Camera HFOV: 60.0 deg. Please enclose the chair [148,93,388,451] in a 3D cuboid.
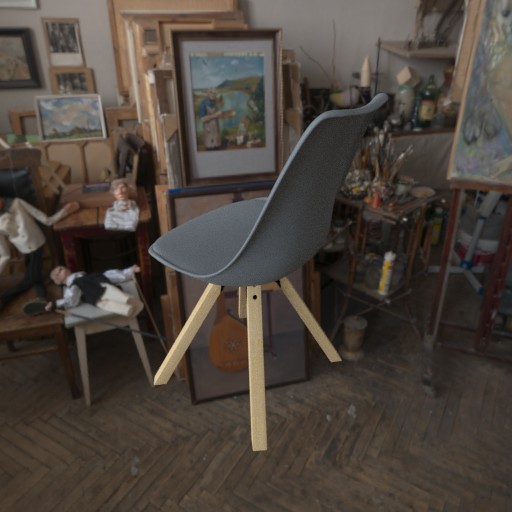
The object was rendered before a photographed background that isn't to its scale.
[{"bbox_3d":[0.000,0.000,1.186,0.549,0.850,0.485,21,36,32],"label":"chair"}]
